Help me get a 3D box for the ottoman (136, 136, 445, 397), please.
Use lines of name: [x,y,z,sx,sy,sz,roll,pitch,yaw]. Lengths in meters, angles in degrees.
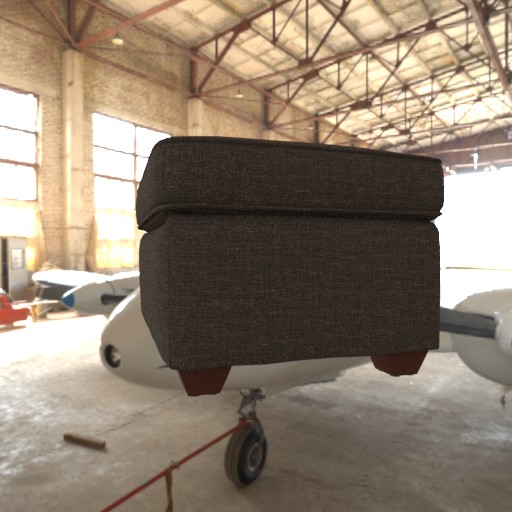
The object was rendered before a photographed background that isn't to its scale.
ottoman: [0.000,0.000,1.090,0.549,0.450,0.749,0,0,-18]
